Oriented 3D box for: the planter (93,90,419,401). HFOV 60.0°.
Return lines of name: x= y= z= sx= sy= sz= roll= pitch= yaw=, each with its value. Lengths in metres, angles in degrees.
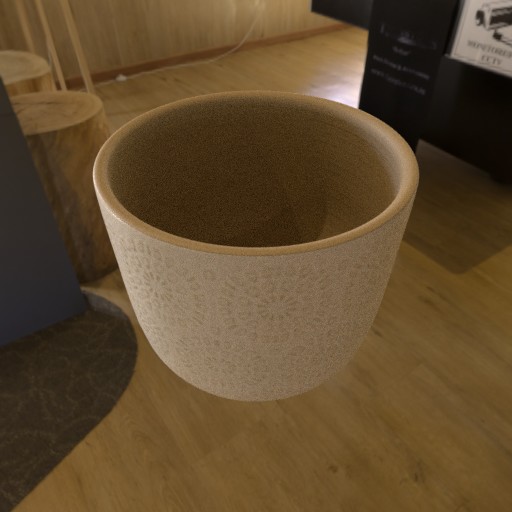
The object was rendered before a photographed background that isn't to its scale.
planter: x=0.000 y=0.000 z=0.289 sx=0.170 sy=0.152 sz=0.170 roll=0 pitch=42 yaw=0
